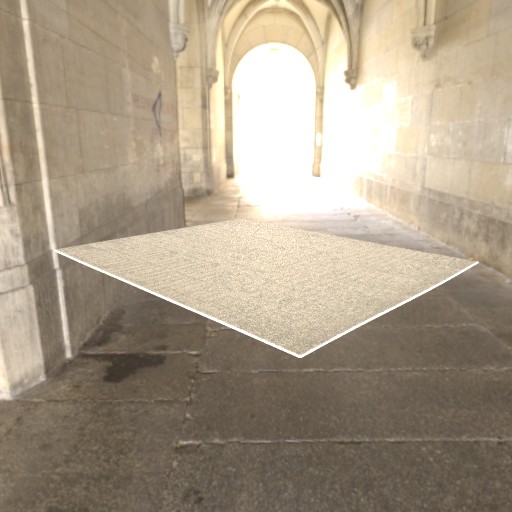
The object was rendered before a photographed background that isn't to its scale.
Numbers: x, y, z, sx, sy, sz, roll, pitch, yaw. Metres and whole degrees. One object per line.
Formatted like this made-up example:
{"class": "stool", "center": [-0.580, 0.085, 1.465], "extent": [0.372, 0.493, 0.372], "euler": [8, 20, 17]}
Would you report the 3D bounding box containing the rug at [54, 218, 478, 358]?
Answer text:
{"class": "rug", "center": [0.000, 0.000, 4.045], "extent": [3.061, 0.014, 2.447], "euler": [14, 21, 43]}
